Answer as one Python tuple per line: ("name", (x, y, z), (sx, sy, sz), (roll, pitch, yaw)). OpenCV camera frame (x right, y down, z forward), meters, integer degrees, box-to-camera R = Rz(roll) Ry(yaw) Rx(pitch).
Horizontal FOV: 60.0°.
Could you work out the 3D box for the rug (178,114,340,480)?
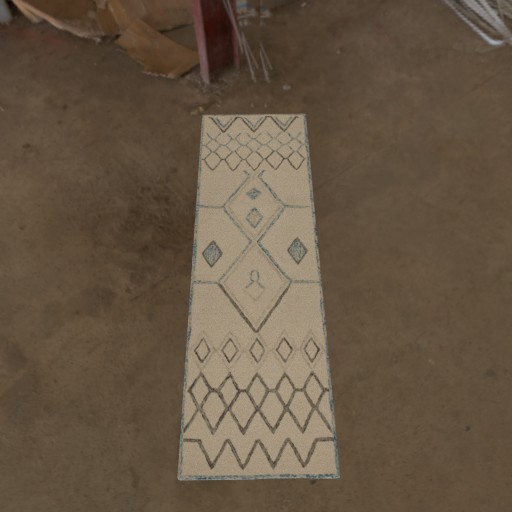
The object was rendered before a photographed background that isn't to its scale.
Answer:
("rug", (0.000, 0.000, 2.703), (0.770, 0.013, 2.434), (-1, 60, 0))
